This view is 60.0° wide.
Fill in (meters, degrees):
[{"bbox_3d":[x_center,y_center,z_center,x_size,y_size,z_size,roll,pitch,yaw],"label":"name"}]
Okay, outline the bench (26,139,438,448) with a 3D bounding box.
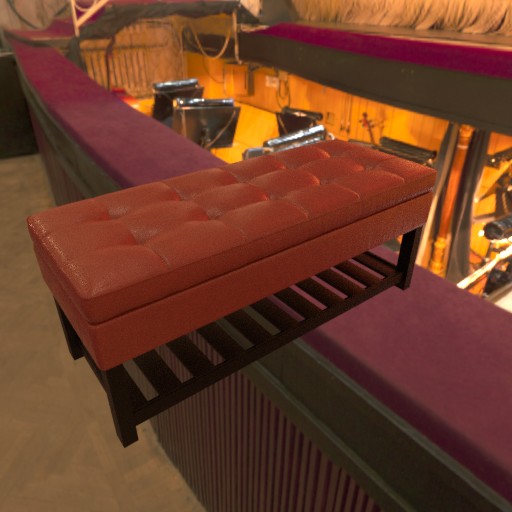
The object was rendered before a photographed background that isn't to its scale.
[{"bbox_3d":[0.000,0.000,1.326,1.105,0.460,0.432,-21,37,-31],"label":"bench"}]
